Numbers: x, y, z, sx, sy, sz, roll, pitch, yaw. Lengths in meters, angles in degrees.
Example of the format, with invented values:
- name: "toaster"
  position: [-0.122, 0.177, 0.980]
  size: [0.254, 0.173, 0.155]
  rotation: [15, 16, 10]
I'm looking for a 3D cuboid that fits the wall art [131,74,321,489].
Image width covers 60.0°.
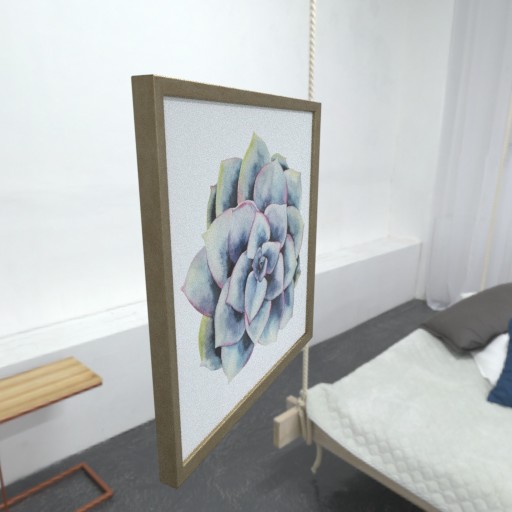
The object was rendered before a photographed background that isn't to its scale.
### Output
- name: "wall art"
  position: [0.000, 0.000, 0.732]
  size: [0.030, 0.506, 0.503]
  rotation: [8, 18, 26]
